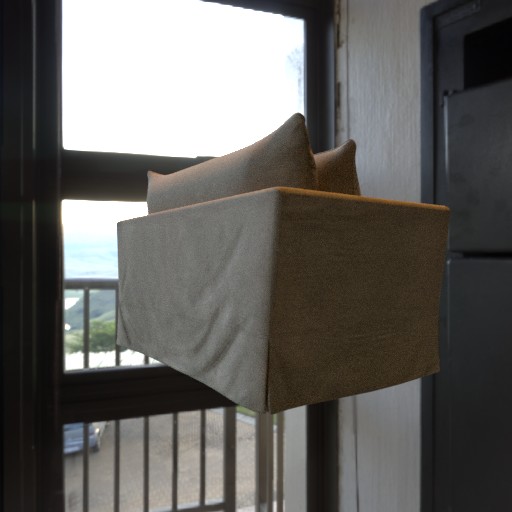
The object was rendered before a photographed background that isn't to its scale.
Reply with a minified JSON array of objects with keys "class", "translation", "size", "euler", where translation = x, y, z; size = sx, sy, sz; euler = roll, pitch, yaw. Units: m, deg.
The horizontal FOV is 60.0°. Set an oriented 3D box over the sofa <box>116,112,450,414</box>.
[{"class":"sofa","translation":[0.000,0.000,2.320],"size":[1.035,1.040,1.608],"euler":[0,0,-35]}]
